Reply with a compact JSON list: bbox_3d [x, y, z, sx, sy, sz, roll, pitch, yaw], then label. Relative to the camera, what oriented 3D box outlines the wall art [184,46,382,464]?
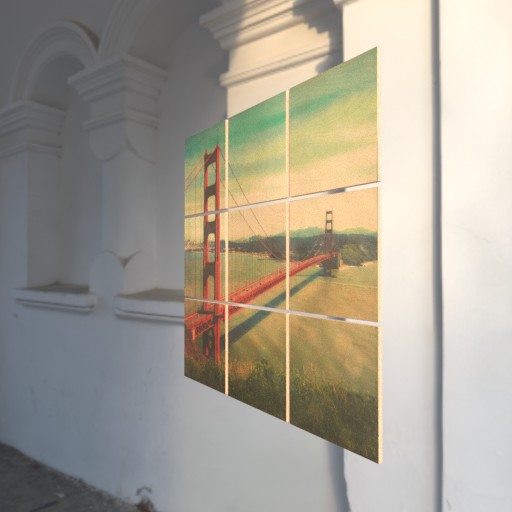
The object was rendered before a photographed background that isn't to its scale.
[{"bbox_3d":[0.000,0.000,1.775,0.016,1.207,1.217,1,-1,-36],"label":"wall art"}]
